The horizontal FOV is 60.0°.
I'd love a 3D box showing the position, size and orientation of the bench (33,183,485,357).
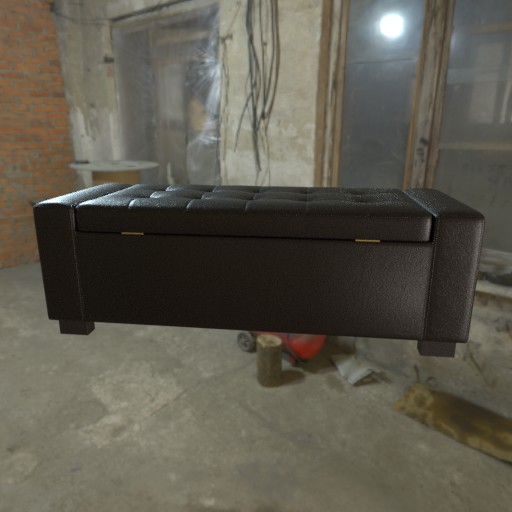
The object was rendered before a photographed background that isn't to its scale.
[{"bbox_3d":[0.000,0.000,1.539,1.296,0.445,0.508,2,17,7],"label":"bench"}]
